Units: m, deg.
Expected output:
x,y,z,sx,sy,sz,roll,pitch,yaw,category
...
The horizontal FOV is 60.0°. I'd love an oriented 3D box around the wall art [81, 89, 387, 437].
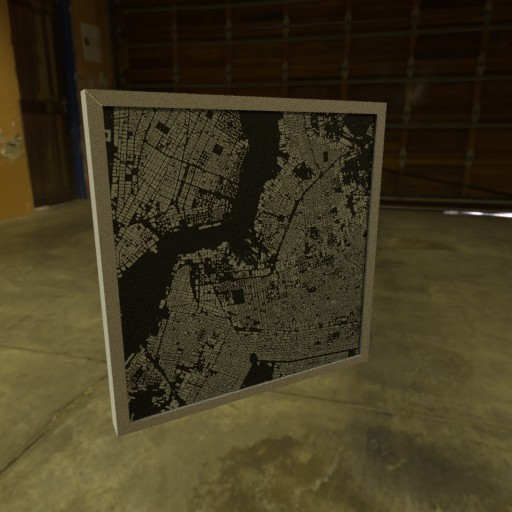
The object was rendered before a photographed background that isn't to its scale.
x,y,z,sx,sy,sz,roll,pitch,yaw,category
0.000,0.000,0.751,0.506,0.506,0.038,-8,17,-27,wall art
